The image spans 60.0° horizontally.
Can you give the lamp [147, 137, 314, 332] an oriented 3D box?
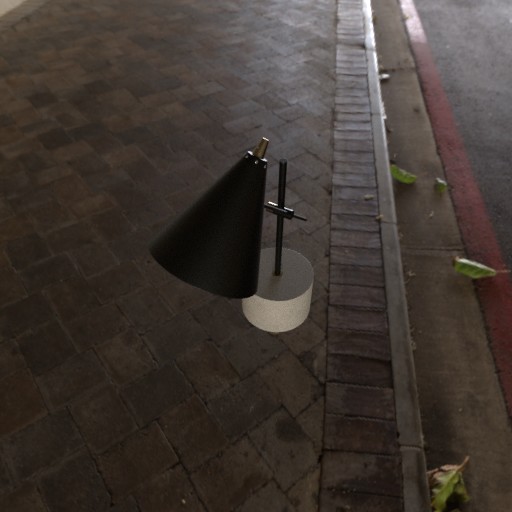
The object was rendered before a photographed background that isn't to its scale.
[{"bbox_3d":[0.000,0.000,0.744,0.214,0.518,0.403,31,53,27],"label":"lamp"}]
